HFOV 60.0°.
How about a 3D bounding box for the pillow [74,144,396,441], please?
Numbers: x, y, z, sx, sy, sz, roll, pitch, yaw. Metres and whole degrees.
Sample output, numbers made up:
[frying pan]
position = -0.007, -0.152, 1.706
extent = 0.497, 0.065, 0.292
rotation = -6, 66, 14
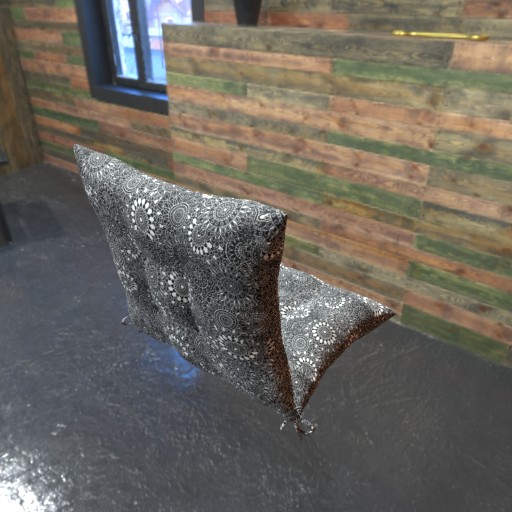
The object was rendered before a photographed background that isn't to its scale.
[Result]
[pillow]
position = 0.000, 0.000, 1.016
extent = 0.541, 0.536, 0.585
rotation = 22, 37, 33
